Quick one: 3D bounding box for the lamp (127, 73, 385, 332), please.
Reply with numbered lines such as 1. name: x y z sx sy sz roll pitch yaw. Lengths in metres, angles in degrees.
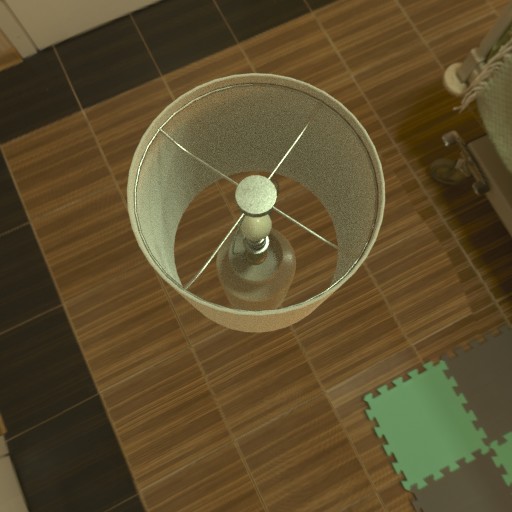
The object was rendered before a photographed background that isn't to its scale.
1. lamp: 0.000 0.000 0.603 0.212 0.493 0.212 34 79 8
